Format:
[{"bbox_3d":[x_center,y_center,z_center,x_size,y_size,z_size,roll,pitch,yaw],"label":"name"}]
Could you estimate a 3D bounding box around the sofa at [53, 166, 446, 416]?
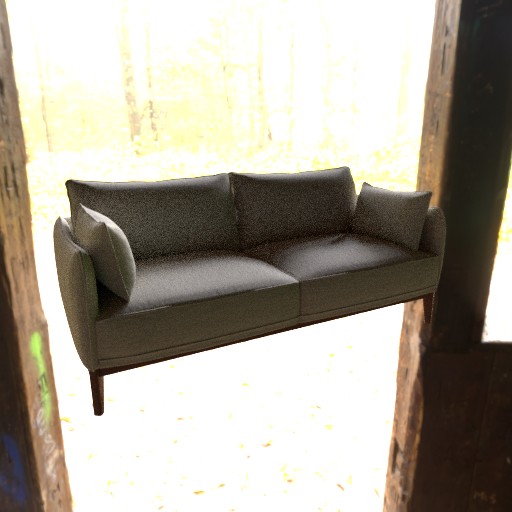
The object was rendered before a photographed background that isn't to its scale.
[{"bbox_3d":[0.000,0.000,2.441,1.989,0.860,0.991,-9,19,-26],"label":"sofa"}]
